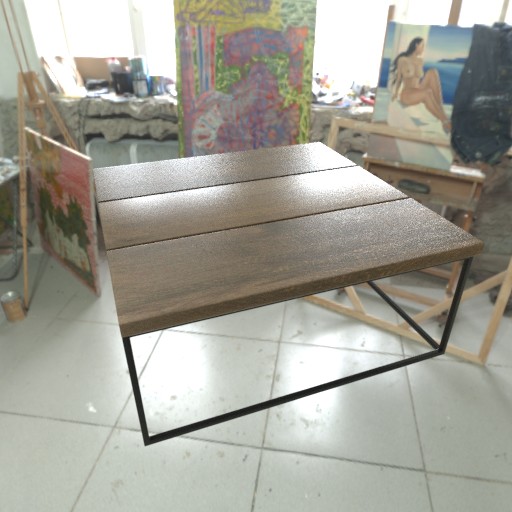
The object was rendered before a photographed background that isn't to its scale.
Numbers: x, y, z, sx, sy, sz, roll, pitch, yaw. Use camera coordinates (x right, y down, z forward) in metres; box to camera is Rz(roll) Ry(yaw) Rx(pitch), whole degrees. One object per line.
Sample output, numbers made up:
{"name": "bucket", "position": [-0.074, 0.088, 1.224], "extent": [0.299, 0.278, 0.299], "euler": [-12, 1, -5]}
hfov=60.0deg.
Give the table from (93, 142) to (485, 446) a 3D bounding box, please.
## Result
{"name": "table", "position": [0.000, 0.000, 1.450], "extent": [0.900, 0.400, 0.900], "euler": [-11, 33, -17]}
